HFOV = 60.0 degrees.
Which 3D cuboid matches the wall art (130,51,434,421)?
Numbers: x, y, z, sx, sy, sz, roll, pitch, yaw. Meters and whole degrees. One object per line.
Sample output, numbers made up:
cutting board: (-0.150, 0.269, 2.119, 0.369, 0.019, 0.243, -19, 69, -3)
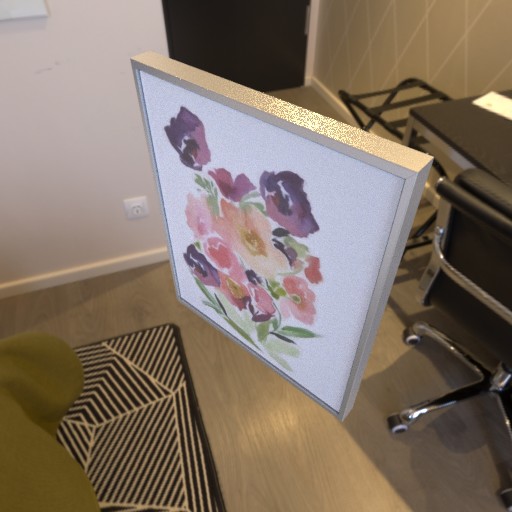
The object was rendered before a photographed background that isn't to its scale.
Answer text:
wall art: (0.000, 0.000, 0.745, 0.452, 0.549, 0.038, 31, 52, 28)
